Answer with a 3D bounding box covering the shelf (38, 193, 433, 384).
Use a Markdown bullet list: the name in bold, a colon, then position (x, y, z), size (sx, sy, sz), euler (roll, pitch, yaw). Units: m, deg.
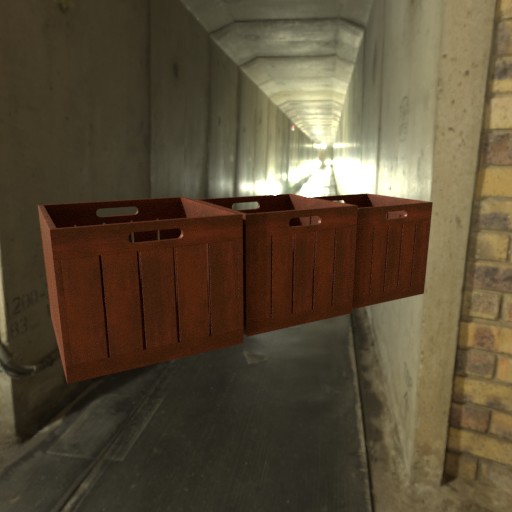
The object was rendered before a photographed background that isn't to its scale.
- **shelf**: position (0.000, 0.000, 1.256), size (1.064, 0.311, 0.393), euler (-7, 16, -27)
